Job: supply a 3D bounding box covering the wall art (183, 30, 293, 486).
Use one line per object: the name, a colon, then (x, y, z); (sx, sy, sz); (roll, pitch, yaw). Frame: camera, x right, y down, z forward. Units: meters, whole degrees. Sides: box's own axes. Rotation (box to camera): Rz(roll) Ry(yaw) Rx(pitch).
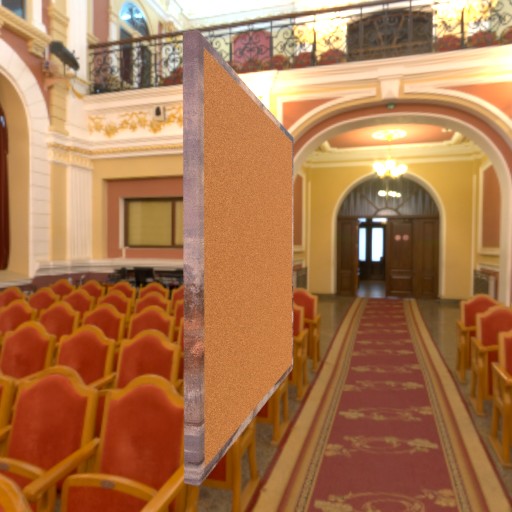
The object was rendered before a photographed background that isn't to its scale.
wall art: (0.000, 0.000, 1.476); (0.040, 1.020, 1.010); (0, 1, 17)
